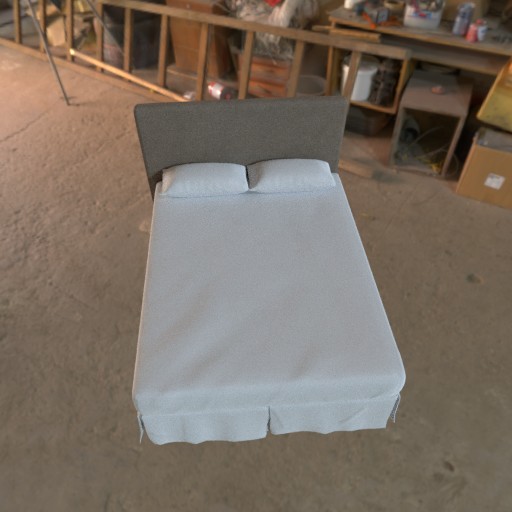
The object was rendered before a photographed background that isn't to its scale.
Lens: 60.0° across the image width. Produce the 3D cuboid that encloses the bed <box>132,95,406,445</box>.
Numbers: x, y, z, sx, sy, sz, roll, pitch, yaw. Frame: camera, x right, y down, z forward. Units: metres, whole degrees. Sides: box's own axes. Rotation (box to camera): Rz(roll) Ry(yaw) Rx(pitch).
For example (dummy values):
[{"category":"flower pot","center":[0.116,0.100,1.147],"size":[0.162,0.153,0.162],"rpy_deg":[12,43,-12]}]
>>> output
[{"category":"bed","center":[0.000,0.000,3.185],"size":[1.723,1.330,2.142],"rpy_deg":[-3,47,-3]}]
